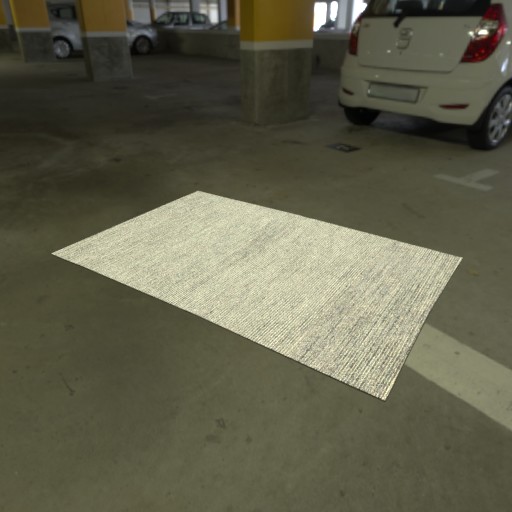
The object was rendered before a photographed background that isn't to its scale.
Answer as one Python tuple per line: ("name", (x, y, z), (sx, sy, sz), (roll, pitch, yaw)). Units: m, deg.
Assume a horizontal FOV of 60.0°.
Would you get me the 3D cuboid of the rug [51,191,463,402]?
("rug", (0.000, 0.000, 2.276), (1.789, 0.021, 1.159), (18, 33, 30))
